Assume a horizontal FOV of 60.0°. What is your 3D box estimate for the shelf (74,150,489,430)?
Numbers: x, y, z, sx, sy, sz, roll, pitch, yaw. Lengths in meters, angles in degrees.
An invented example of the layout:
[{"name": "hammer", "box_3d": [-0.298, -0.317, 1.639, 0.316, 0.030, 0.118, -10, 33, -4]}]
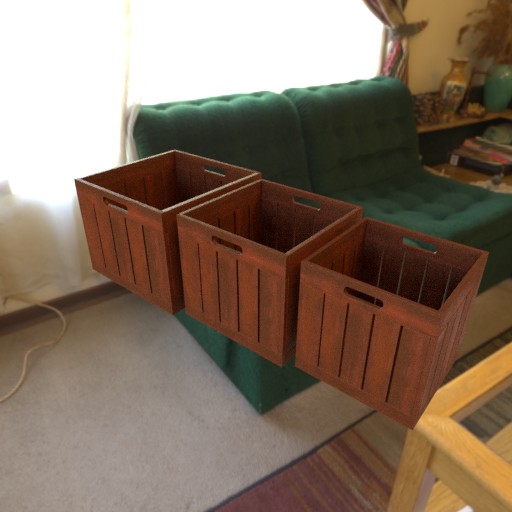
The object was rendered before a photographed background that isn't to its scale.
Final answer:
[{"name": "shelf", "box_3d": [0.000, 0.000, 1.218, 1.064, 0.311, 0.393, 22, 36, 34]}]
